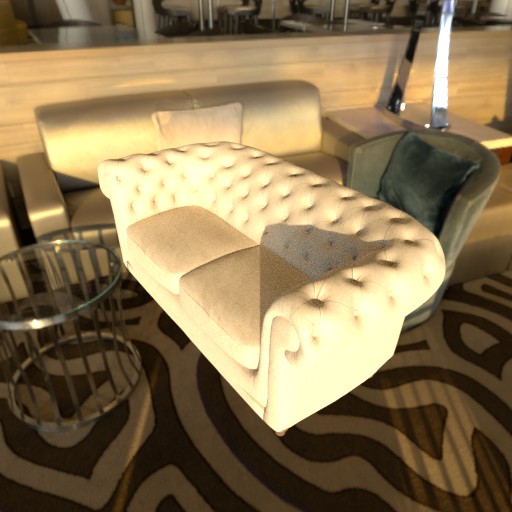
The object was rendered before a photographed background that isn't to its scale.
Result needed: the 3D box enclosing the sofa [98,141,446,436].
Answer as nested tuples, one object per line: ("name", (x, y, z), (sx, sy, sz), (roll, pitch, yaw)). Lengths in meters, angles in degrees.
("sofa", (0.000, 0.000, 2.509), (1.069, 0.835, 1.988), (-21, 37, -30))
